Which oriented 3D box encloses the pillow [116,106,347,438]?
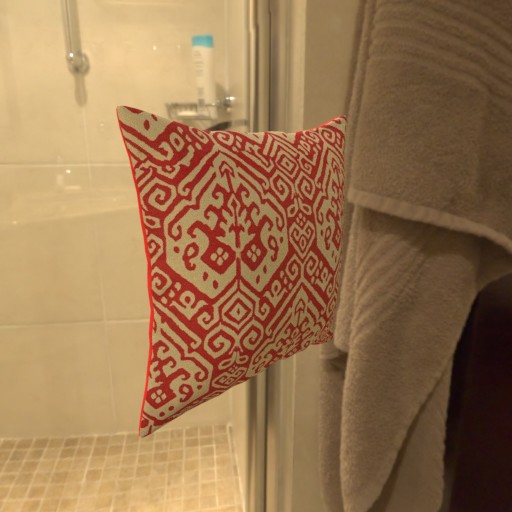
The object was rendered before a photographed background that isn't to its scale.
[{"bbox_3d":[0.000,0.000,0.815,0.522,0.507,0.192,-15,21,-43],"label":"pillow"}]
